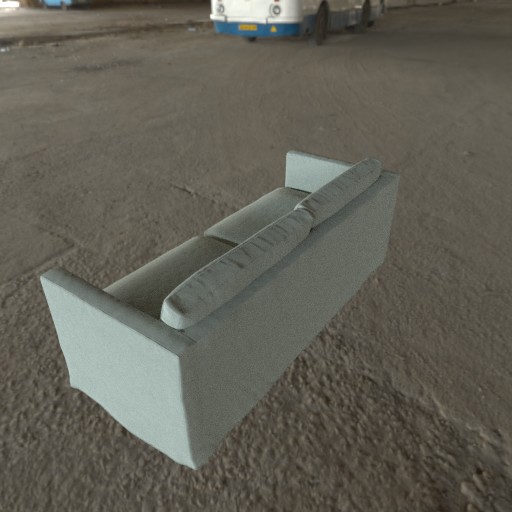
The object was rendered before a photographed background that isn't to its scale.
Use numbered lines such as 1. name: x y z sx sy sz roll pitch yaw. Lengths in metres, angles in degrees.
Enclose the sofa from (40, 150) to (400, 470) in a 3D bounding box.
1. sofa: 0.000 0.000 2.803 0.962 0.853 2.312 21 38 30
